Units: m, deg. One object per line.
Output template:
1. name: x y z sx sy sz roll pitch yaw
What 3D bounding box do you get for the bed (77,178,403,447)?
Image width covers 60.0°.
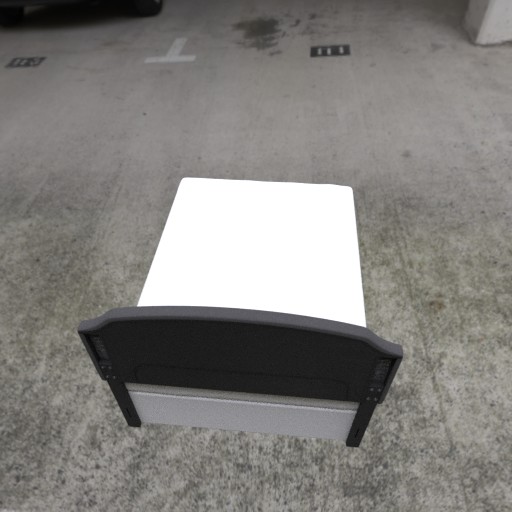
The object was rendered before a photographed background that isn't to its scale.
1. bed: 0.000 0.000 3.049 1.558 1.270 1.999 4 46 4
